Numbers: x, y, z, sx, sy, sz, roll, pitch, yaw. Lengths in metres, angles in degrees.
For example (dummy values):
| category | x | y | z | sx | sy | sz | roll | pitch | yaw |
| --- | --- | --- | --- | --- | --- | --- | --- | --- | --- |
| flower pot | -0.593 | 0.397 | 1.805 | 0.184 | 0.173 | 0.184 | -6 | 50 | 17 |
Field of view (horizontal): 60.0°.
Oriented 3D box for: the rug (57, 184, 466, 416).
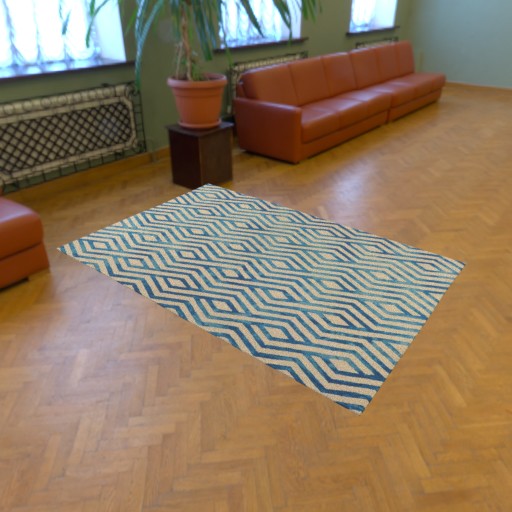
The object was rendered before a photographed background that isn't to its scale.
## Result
| category | x | y | z | sx | sy | sz | roll | pitch | yaw |
| --- | --- | --- | --- | --- | --- | --- | --- | --- | --- |
| rug | 0.000 | 0.000 | 2.375 | 1.830 | 0.008 | 1.225 | 22 | 37 | 32 |
